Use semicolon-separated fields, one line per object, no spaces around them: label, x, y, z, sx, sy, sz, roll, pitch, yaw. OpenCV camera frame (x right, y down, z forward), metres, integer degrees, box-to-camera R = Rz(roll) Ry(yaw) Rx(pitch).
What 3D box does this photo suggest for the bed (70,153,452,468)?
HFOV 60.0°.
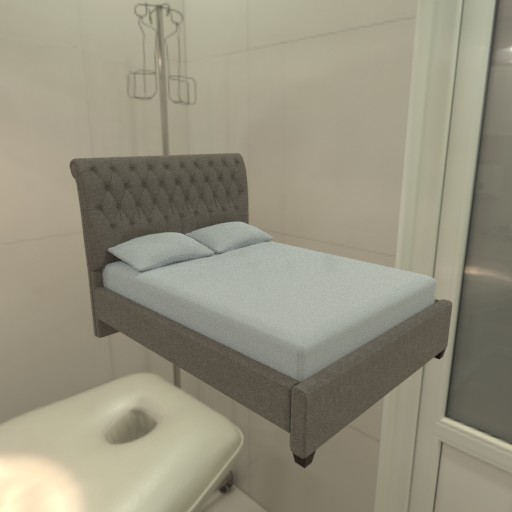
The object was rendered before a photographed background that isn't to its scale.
bed;0.000;0.000;3.219;2.252;1.371;1.645;15;21;43
